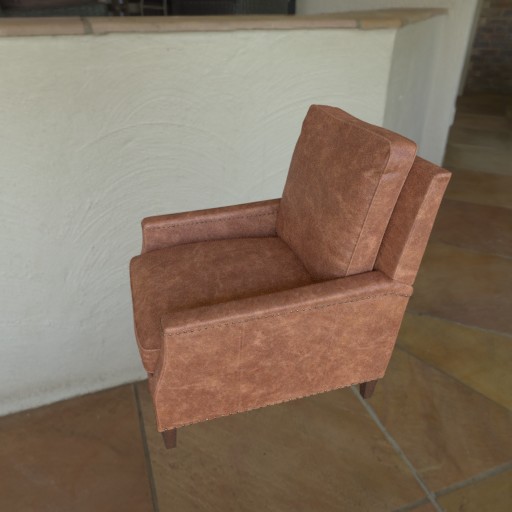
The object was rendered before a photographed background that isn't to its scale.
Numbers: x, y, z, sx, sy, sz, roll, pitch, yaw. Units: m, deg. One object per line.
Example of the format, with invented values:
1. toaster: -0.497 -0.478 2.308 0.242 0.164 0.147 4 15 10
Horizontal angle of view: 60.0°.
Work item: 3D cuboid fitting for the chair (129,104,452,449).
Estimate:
1. chair: 0.000 0.000 1.821 1.035 1.054 0.854 -9 31 -15
